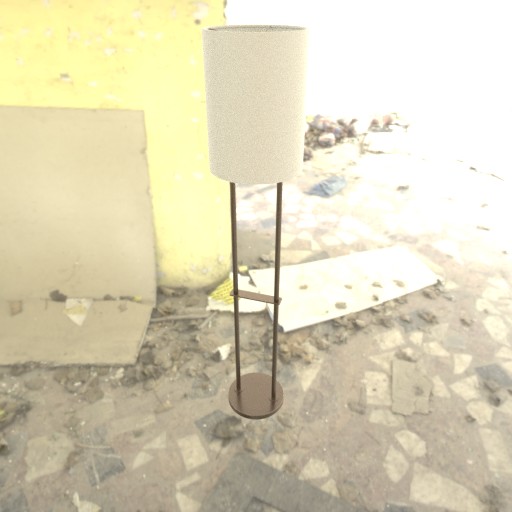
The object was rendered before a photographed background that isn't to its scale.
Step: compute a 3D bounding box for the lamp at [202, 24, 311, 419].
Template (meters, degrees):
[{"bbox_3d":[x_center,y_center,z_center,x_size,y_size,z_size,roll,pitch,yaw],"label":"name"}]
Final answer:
[{"bbox_3d":[0.000,0.000,1.634,0.306,1.500,0.305,9,32,15],"label":"lamp"}]
